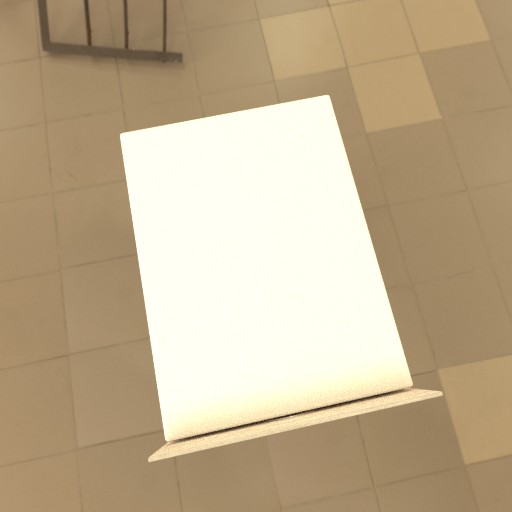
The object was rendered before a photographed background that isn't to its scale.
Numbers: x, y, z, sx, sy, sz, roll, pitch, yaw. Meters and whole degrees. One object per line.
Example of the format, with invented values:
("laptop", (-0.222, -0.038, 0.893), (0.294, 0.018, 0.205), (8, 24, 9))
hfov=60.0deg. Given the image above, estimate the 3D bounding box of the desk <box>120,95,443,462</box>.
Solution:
("desk", (0.000, 0.000, 2.675), (1.400, 0.800, 1.900), (-12, 76, -3))
